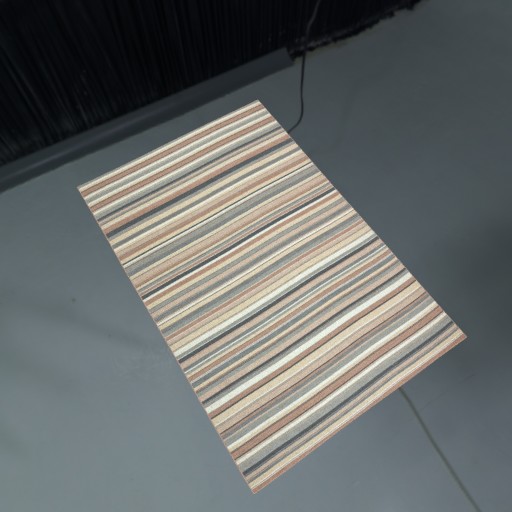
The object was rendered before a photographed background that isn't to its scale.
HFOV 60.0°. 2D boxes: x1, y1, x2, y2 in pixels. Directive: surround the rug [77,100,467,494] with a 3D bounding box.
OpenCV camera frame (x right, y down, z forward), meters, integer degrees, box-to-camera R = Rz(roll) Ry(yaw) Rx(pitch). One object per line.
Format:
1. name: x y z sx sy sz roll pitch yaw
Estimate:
1. rug: 0.000 0.000 2.313 1.219 0.008 1.829 -30 68 -14
